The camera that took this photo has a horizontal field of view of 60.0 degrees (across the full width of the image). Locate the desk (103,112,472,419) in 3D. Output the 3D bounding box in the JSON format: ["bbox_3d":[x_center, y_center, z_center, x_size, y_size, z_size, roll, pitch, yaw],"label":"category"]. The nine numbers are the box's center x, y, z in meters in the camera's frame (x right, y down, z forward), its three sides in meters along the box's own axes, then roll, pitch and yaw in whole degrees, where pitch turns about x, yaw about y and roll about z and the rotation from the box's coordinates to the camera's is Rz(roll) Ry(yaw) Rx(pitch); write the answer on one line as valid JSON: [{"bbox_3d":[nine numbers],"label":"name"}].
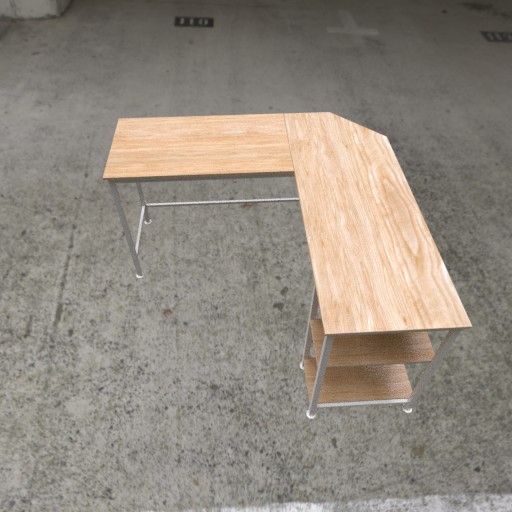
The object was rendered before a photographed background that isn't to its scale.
[{"bbox_3d":[0.000,0.000,2.200,1.379,0.739,1.379,-3,48,-2],"label":"desk"}]
